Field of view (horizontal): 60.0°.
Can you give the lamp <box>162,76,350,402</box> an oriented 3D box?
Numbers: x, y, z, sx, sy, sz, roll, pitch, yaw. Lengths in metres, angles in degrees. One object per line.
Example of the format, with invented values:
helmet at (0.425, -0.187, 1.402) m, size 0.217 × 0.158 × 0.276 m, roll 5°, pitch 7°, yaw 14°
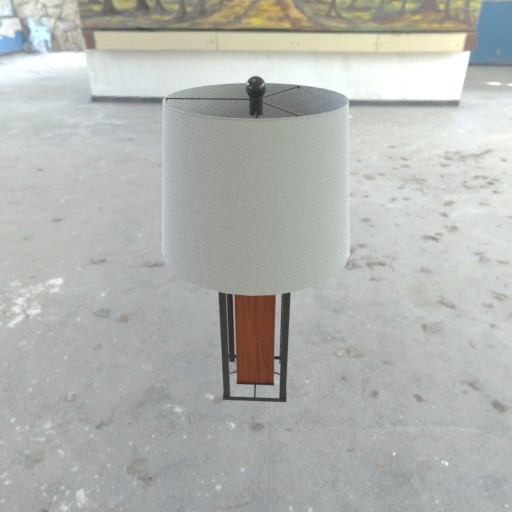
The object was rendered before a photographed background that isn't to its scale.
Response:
lamp at (0.000, 0.000, 0.778) m, size 0.320 × 0.591 × 0.320 m, roll 0°, pitch 30°, yaw 0°
